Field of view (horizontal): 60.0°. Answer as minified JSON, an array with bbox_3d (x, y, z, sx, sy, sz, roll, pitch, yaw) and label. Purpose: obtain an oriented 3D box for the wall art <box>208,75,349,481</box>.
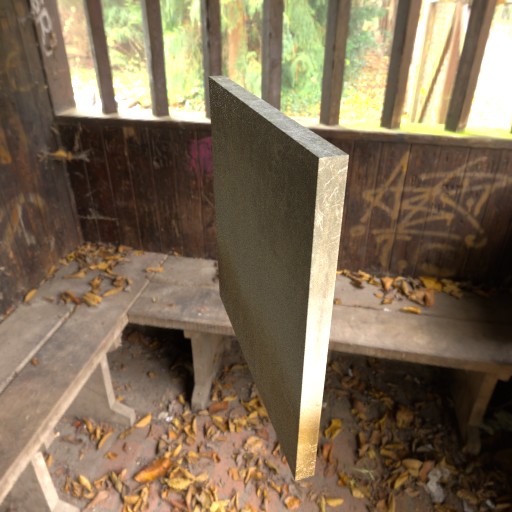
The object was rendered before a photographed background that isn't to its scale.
[{"bbox_3d":[0.000,0.000,0.915,0.038,0.610,0.610,-9,32,-15],"label":"wall art"}]
